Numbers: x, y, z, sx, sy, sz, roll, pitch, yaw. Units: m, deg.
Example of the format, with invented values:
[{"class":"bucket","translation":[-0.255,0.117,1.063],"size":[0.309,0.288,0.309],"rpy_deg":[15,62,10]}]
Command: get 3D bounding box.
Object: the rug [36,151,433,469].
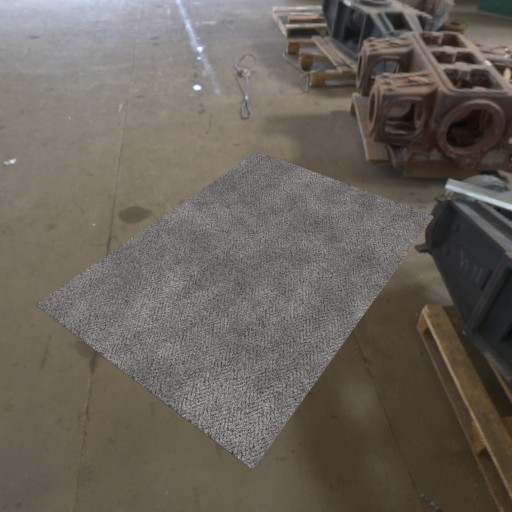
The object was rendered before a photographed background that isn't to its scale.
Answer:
[{"class":"rug","translation":[0.000,0.000,2.940],"size":[1.600,0.008,2.235],"rpy_deg":[26,49,26]}]
